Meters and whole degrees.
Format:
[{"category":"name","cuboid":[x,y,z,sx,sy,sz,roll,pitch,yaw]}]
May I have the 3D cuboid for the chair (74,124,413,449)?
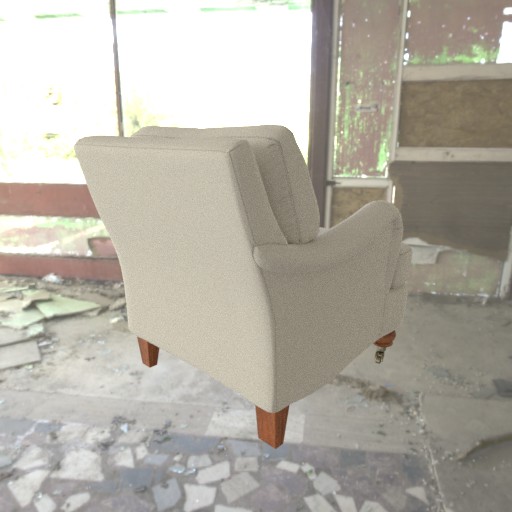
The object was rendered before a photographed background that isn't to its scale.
[{"category":"chair","cuboid":[0.000,0.000,1.841,0.955,1.038,1.070,15,22,42]}]
